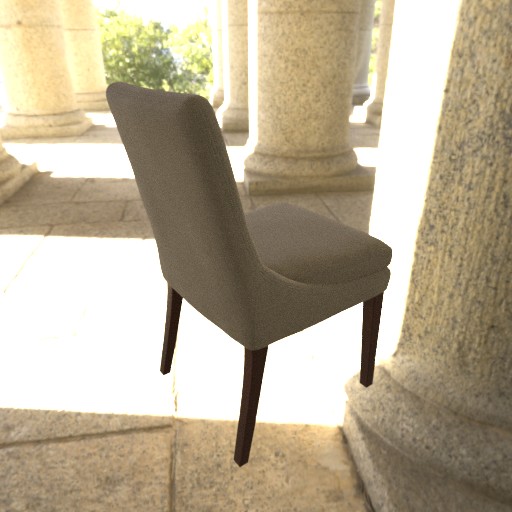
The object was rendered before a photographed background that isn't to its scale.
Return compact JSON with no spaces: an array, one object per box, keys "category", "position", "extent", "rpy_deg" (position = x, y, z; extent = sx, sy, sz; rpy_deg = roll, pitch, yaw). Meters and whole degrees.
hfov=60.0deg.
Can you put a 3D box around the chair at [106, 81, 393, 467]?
[{"category":"chair","position":[0.000,0.000,1.277],"extent":[0.638,0.940,0.515],"rpy_deg":[-18,31,-33]}]
